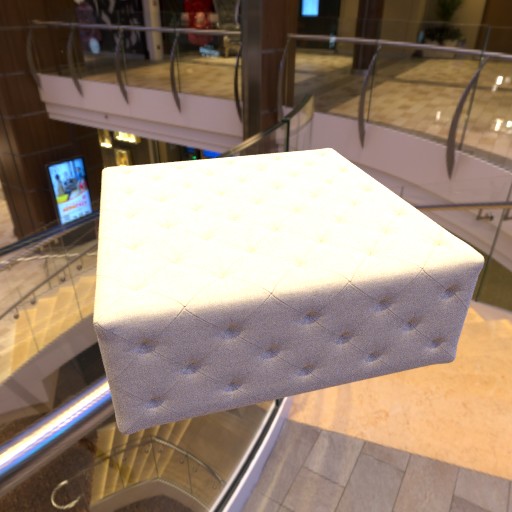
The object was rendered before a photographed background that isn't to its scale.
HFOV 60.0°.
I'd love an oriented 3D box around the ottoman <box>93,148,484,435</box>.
[{"bbox_3d":[0.000,0.000,1.602,1.028,0.439,1.028,-8,32,-13],"label":"ottoman"}]
